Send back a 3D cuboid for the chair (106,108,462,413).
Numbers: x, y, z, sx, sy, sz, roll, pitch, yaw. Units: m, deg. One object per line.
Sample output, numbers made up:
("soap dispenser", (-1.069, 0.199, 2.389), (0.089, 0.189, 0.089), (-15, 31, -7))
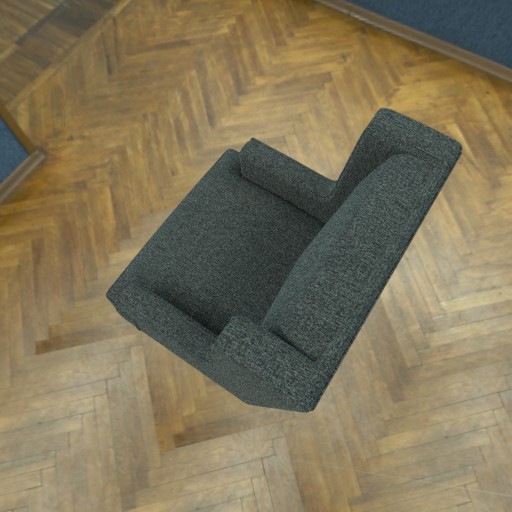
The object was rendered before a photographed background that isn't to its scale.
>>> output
("chair", (0.000, 0.000, 1.780), (0.927, 1.082, 0.942), (31, 70, 13))
